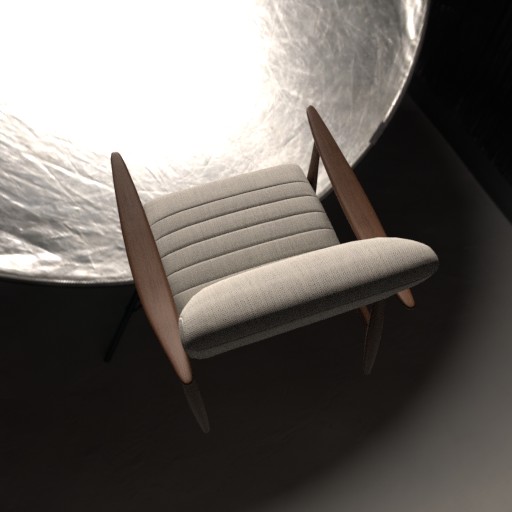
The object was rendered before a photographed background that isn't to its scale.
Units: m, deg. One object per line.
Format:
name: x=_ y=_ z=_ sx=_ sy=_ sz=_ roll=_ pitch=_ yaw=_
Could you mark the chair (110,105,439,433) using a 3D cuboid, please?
chair: x=0.000 y=0.000 z=1.401 sx=0.741 sy=0.832 sz=0.798 roll=-16 pitch=59 yaw=-10
